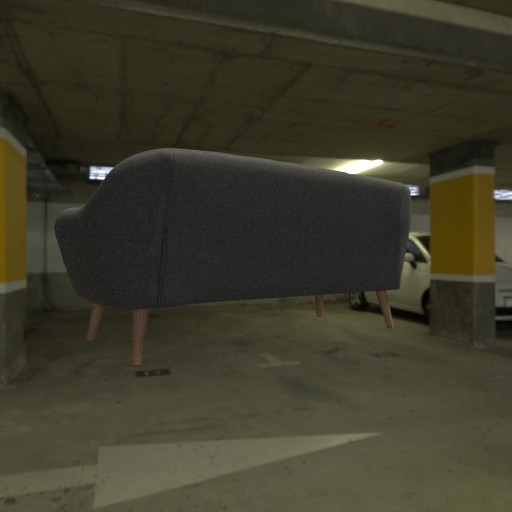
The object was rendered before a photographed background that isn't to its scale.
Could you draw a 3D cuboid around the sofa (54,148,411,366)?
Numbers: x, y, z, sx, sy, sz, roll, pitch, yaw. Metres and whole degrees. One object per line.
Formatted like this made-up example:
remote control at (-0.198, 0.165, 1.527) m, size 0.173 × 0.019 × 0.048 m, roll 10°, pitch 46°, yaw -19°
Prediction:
sofa at (0.000, 0.000, 2.313) m, size 1.840 × 0.820 × 0.820 m, roll 0°, pitch 0°, yaw -35°
